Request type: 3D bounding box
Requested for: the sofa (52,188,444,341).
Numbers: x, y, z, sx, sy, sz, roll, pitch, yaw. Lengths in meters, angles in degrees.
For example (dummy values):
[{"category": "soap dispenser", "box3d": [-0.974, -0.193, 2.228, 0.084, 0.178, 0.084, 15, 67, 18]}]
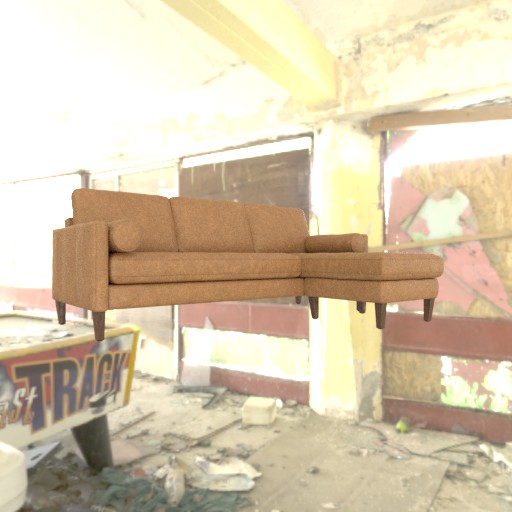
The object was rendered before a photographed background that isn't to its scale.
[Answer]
[{"category": "sofa", "box3d": [0.000, 0.000, 2.925, 2.178, 0.876, 1.506, 0, 0, -38]}]
